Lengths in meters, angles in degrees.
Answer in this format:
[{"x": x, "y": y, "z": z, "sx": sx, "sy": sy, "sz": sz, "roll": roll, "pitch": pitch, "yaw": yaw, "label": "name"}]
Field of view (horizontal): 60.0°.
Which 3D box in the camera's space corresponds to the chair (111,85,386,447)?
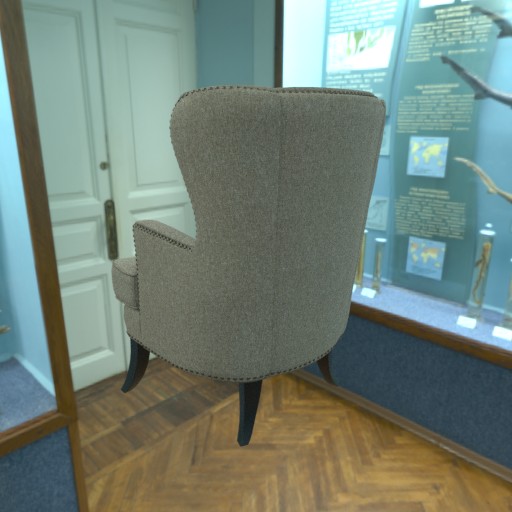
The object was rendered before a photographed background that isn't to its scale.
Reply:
[{"x": 0.000, "y": 0.000, "z": 1.546, "sx": 0.759, "sy": 1.060, "sz": 0.758, "roll": -15, "pitch": 22, "yaw": -41, "label": "chair"}]
